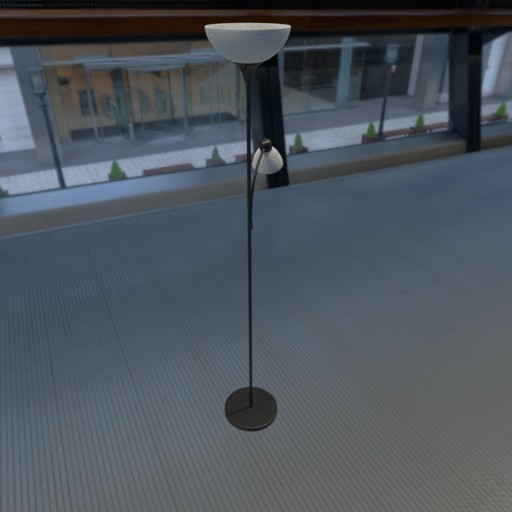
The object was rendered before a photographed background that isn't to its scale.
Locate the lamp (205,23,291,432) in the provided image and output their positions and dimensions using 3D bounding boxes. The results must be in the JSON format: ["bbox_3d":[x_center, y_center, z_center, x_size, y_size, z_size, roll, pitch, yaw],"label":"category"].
[{"bbox_3d":[0.000,0.000,1.944,0.279,1.804,0.442,9,32,15],"label":"lamp"}]
